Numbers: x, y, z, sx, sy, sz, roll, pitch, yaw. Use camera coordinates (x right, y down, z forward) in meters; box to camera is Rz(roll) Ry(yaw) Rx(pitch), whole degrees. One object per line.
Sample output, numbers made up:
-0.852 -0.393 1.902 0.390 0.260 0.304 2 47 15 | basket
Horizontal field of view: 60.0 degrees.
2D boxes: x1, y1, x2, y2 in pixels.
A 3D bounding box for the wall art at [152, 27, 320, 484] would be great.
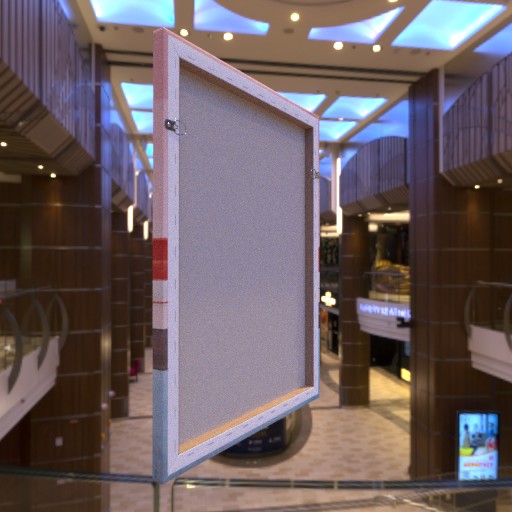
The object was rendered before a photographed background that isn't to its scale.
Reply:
0.000 0.000 1.303 0.039 1.016 0.761 0 -1 35 | wall art
